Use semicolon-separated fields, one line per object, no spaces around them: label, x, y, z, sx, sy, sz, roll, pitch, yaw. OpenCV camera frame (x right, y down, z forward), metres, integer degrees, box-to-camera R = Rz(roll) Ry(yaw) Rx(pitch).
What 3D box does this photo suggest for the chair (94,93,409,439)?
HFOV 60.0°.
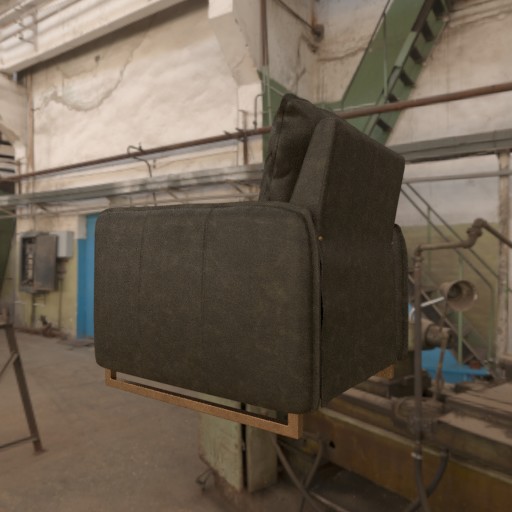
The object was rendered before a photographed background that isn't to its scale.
chair;0.000;0.000;1.627;0.921;0.921;0.830;0;0;36
